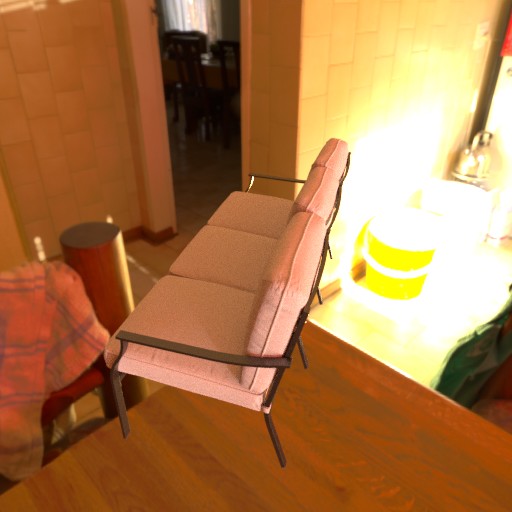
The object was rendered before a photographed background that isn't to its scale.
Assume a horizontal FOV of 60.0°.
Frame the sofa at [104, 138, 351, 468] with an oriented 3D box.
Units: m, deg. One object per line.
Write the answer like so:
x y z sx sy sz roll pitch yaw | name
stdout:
0.000 0.000 2.260 0.787 0.860 1.740 8 31 13 | sofa
